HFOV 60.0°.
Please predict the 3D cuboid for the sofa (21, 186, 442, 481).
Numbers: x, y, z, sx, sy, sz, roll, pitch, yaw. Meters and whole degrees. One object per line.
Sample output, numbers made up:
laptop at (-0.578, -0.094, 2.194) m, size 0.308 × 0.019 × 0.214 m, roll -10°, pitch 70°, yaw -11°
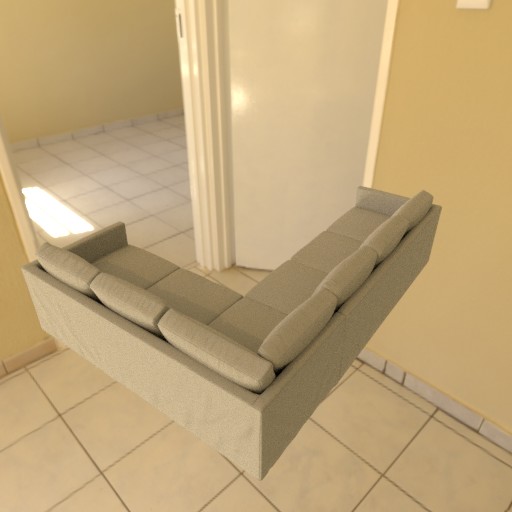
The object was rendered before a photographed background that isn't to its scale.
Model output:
sofa at (0.000, 0.000, 4.202) m, size 2.432 × 0.871 × 3.182 m, roll 21°, pitch 38°, yaw 30°
